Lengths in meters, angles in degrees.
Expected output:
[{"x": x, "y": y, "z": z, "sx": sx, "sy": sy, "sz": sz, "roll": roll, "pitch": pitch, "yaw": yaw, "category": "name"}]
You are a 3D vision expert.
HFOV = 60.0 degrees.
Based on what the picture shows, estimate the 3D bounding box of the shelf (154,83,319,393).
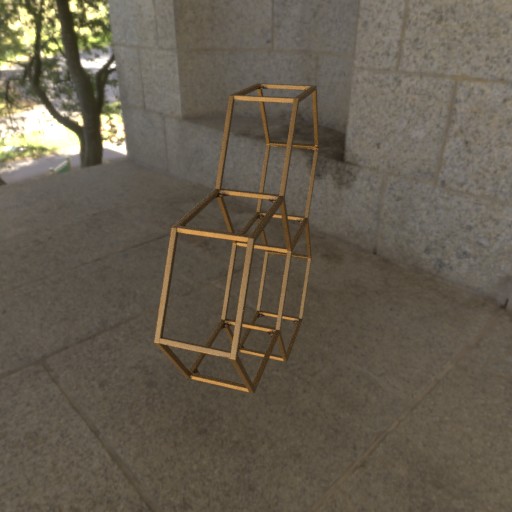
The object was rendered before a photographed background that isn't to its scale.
[{"x": 0.000, "y": 0.000, "z": 1.046, "sx": 0.150, "sy": 0.701, "sz": 0.708, "roll": 8, "pitch": 29, "yaw": 15, "category": "shelf"}]
